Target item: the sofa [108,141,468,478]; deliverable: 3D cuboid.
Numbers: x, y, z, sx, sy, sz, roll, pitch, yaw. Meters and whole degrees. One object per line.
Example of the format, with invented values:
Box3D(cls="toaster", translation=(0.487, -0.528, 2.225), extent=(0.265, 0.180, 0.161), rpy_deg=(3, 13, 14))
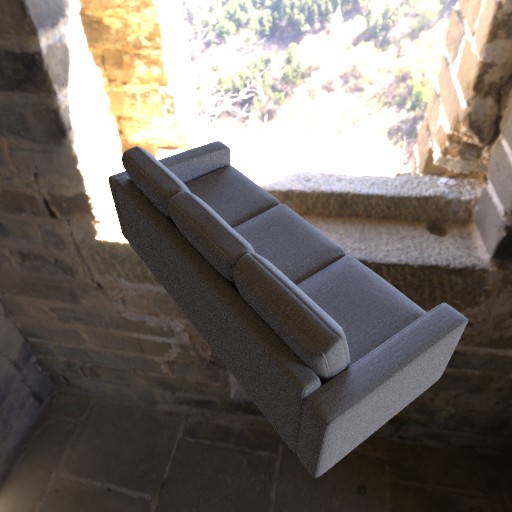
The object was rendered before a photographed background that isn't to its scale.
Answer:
Box3D(cls="sofa", translation=(0.000, 0.000, 2.557), extent=(0.900, 0.800, 2.120), rpy_deg=(-26, 48, -26))
